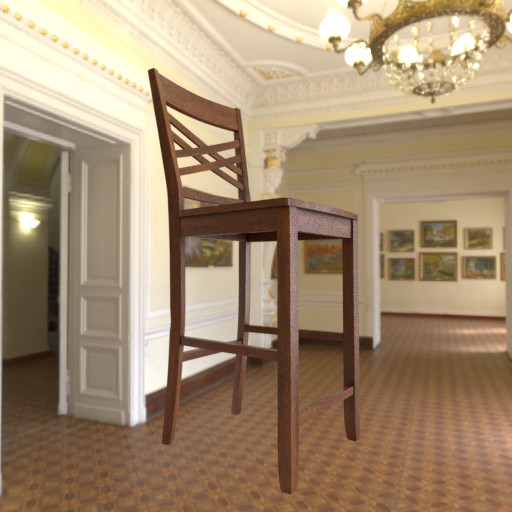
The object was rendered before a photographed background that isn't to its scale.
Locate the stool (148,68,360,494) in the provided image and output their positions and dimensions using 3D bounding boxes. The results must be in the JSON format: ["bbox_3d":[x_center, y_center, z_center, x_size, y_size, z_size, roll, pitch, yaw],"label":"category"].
[{"bbox_3d":[0.000,0.000,1.323,0.504,1.098,0.426,-1,-2,35],"label":"stool"}]
